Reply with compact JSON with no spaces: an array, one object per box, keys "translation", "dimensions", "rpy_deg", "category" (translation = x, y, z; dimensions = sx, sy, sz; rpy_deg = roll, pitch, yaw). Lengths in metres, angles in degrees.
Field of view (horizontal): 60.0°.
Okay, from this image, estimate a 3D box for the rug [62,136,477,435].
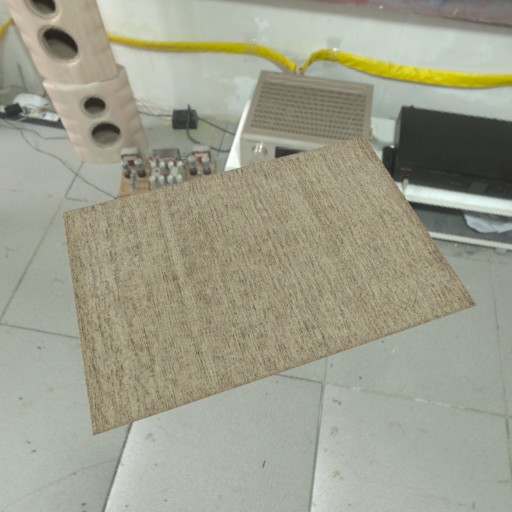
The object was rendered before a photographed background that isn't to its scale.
[{"translation":[0.000,0.000,2.271],"dimensions":[1.822,0.018,1.211],"rpy_deg":[-16,60,-10],"category":"rug"}]
